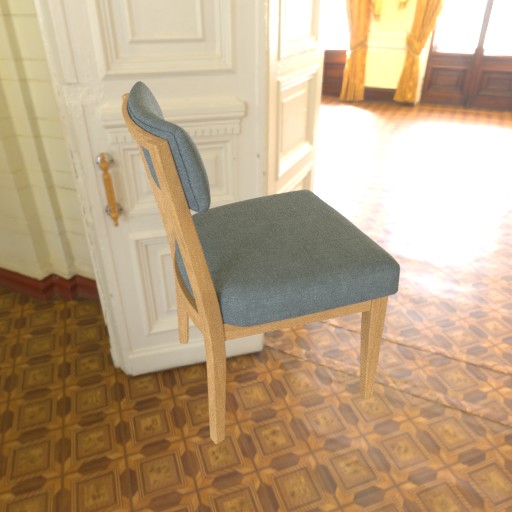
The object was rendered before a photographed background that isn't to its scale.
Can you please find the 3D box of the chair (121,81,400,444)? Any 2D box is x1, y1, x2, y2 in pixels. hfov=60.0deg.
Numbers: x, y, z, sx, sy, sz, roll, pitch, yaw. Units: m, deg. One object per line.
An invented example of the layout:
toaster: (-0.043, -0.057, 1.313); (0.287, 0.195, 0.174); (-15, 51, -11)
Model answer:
chair: (0.000, 0.000, 1.178); (0.572, 0.832, 0.508); (-11, 32, -17)
